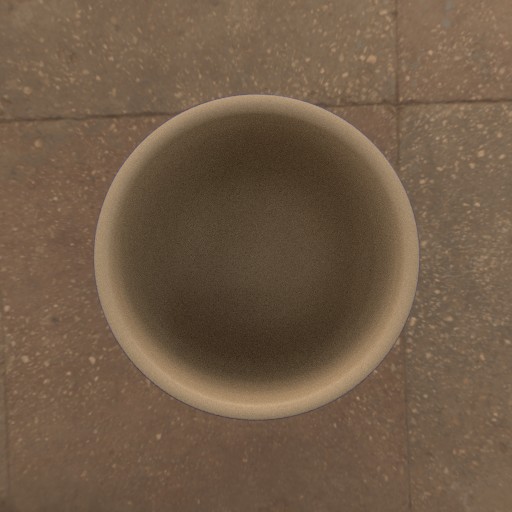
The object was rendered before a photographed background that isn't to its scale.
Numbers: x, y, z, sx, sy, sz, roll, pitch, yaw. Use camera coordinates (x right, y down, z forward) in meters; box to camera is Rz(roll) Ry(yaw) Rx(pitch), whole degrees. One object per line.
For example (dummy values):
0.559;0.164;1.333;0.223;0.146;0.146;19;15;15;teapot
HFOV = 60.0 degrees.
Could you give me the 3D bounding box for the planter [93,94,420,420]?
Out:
0.000;0.000;0.200;0.109;0.112;0.109;0;91;0;planter
